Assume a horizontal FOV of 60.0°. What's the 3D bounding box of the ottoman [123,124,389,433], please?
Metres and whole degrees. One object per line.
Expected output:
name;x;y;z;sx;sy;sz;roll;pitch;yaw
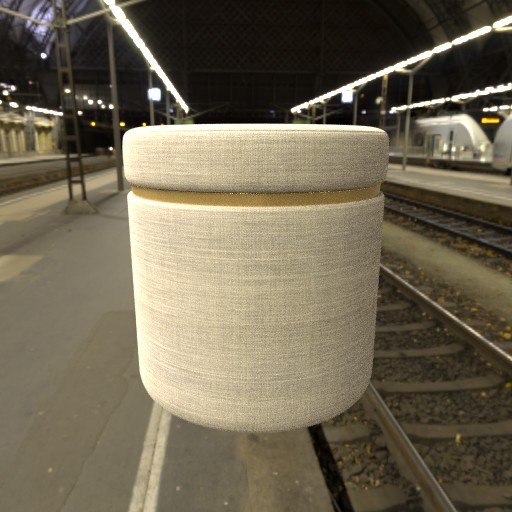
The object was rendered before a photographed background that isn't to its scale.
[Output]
ottoman;0.000;0.000;0.735;0.400;0.406;0.400;0;14;0
